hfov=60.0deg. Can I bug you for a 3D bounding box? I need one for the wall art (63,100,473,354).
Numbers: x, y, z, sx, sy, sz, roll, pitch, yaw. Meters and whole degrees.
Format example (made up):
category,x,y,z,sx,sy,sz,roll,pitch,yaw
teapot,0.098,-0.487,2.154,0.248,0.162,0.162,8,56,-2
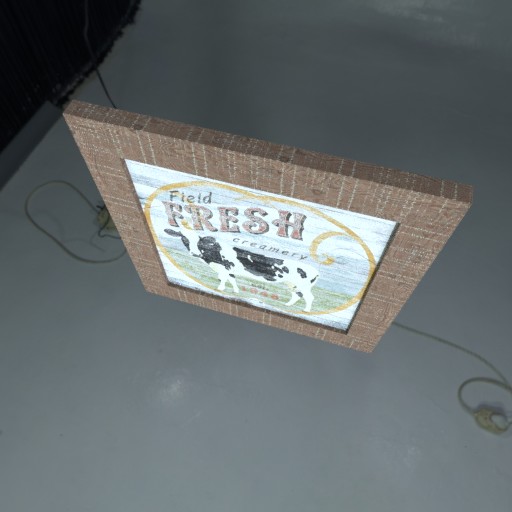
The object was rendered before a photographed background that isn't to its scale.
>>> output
category,x,y,z,sx,sy,sz,roll,pitch,yaw
wall art,0.000,0.000,0.787,0.531,0.531,0.029,14,60,8
